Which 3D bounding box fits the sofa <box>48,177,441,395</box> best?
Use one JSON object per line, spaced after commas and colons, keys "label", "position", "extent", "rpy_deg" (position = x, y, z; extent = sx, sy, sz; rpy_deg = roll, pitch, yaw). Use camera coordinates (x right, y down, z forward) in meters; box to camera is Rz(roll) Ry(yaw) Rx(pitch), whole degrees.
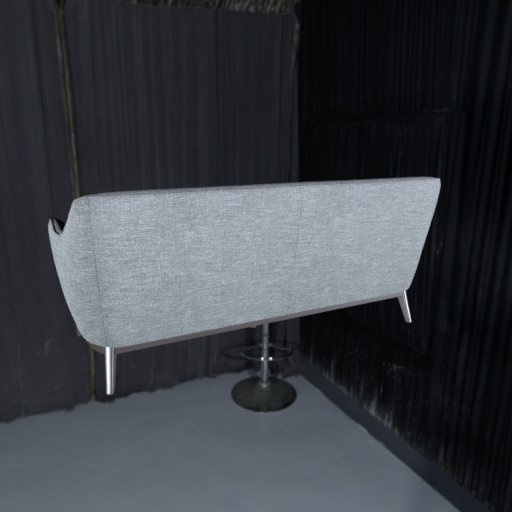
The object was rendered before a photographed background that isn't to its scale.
{"label": "sofa", "position": [0.000, 0.000, 2.335], "extent": [1.928, 0.829, 0.867], "rpy_deg": [-7, 16, -26]}
